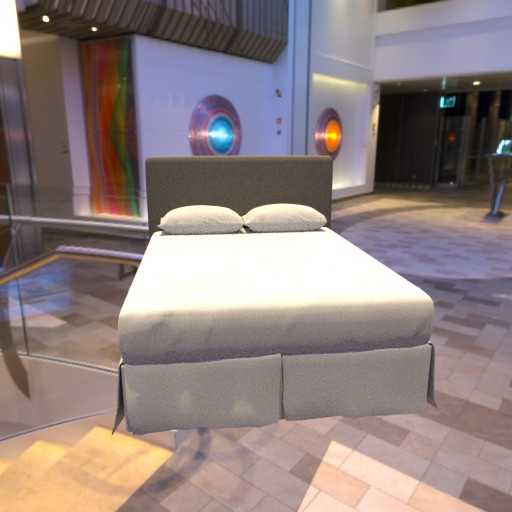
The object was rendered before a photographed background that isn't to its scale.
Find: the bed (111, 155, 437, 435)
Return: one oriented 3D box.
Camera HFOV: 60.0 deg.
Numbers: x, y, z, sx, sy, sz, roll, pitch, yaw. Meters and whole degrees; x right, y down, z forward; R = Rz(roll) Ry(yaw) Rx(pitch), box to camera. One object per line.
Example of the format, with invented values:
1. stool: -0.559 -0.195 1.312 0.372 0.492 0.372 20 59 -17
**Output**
1. bed: 0.000 0.000 3.166 1.748 1.330 2.142 -2 15 -8
